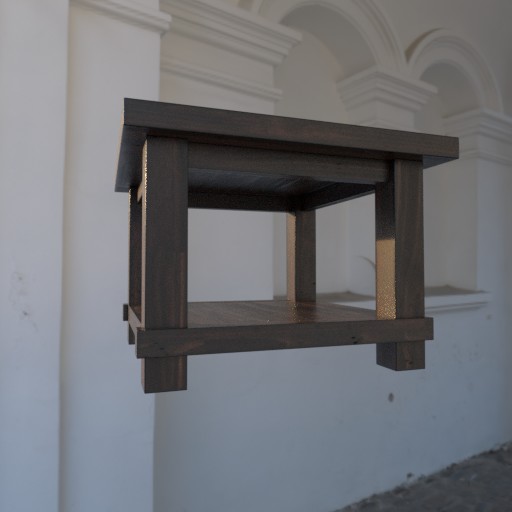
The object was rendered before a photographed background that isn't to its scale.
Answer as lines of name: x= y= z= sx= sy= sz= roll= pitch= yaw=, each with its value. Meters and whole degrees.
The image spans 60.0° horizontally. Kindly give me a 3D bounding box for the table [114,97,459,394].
table: x=0.000 y=0.000 z=1.010 sx=0.606 sy=0.437 sz=0.593 roll=1 pitch=-2 yaw=-19
